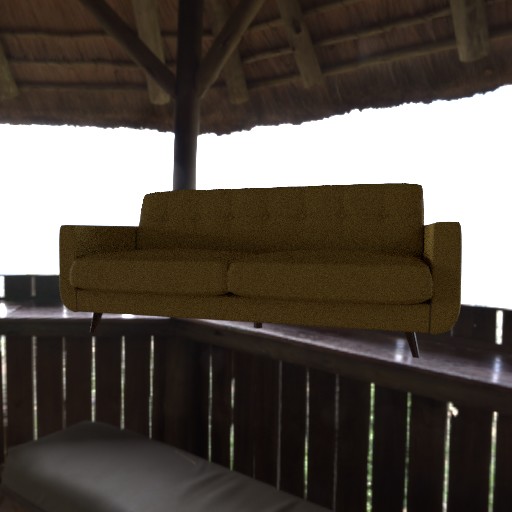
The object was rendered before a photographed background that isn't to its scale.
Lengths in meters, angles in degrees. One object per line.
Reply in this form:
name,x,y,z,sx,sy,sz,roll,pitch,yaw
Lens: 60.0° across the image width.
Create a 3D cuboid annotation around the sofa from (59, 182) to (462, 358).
sofa,0.000,0.000,2.500,2.029,0.841,0.909,1,3,18
